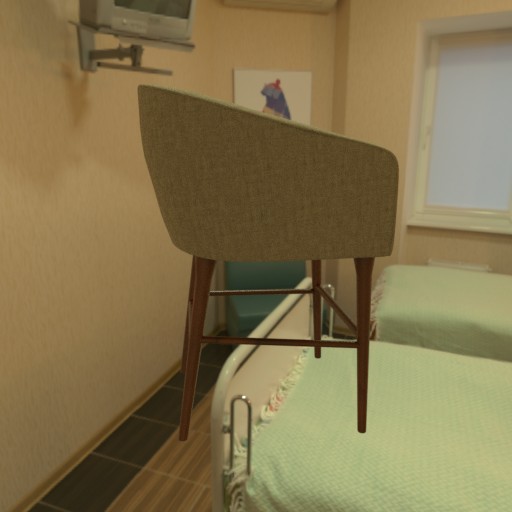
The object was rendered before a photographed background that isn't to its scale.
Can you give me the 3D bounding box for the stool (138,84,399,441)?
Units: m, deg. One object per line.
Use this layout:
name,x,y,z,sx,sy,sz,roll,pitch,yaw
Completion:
stool,0.000,0.000,1.340,0.635,0.952,0.559,-2,15,-8
